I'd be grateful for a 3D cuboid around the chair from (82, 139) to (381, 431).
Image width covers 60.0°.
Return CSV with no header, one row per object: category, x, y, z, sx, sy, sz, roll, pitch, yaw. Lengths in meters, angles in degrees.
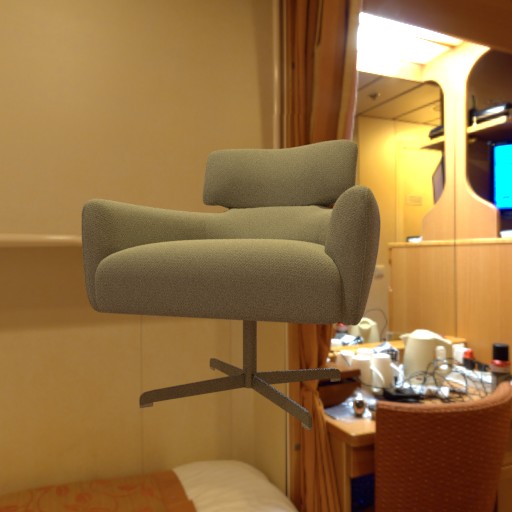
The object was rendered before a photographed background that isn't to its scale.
chair,0.000,0.000,1.364,0.760,0.810,0.730,0,0,19
